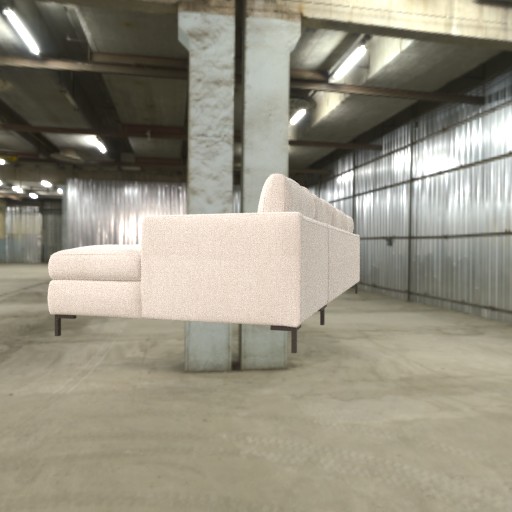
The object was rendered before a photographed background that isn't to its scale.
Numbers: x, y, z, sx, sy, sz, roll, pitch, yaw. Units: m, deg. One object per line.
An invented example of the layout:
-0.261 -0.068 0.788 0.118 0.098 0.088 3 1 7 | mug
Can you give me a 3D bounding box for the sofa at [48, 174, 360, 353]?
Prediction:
0.000 0.000 2.894 1.126 0.677 2.445 0 1 18 | sofa
